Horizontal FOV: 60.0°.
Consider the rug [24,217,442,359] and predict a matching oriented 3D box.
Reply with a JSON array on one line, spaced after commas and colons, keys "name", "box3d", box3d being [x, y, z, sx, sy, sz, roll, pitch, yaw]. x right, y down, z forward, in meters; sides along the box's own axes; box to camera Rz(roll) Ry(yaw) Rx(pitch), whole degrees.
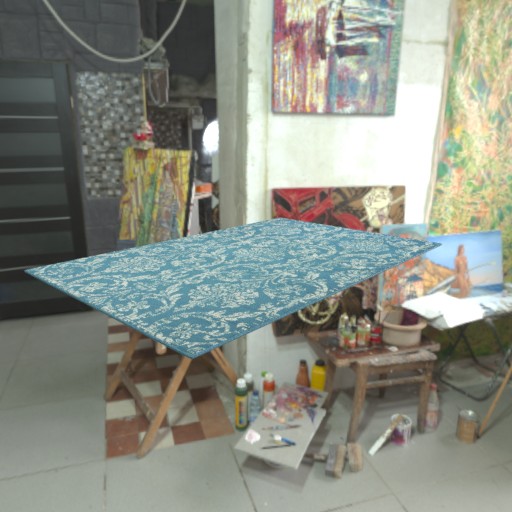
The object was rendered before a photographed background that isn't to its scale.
[{"name": "rug", "box3d": [0.000, 0.000, 3.429, 1.816, 0.018, 2.746, 14, 21, 41]}]
